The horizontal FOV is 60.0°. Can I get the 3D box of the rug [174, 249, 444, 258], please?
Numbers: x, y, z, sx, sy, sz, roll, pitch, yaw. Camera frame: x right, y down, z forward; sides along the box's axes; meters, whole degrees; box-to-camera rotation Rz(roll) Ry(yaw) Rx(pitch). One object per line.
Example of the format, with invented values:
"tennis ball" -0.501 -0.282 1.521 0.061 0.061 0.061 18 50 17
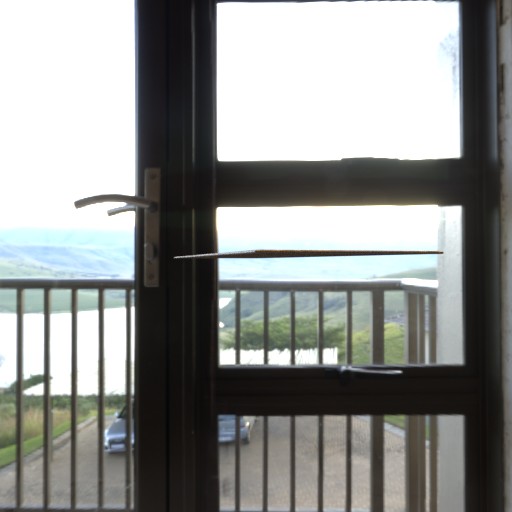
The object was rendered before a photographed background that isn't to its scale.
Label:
"rug" 0.000 0.000 2.440 0.662 0.011 2.196 0 -1 -17
